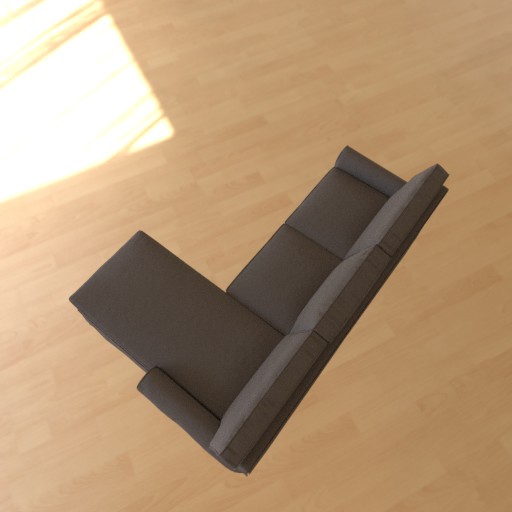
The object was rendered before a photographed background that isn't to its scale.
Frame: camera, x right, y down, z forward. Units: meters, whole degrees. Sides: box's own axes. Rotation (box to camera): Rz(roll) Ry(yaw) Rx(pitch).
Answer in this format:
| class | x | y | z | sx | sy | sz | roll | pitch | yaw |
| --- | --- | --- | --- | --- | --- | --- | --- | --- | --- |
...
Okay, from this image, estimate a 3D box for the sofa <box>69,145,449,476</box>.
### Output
| class | x | y | z | sx | sy | sz | roll | pitch | yaw |
| --- | --- | --- | --- | --- | --- | --- | --- | --- | --- |
| sofa | 0.000 | 0.000 | 3.300 | 1.733 | 0.978 | 2.475 | 35 | 68 | 16 |
